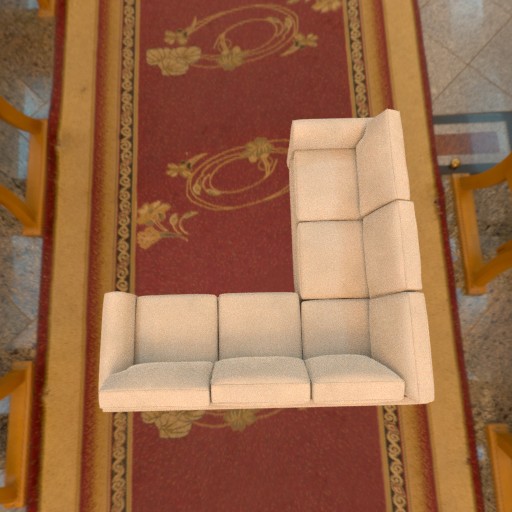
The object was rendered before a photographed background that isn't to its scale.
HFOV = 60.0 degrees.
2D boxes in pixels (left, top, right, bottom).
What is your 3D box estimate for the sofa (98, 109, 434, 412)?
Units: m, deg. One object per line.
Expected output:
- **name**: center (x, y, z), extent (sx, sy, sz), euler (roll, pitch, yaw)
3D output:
- **sofa**: center (0.000, 0.000, 3.876), extent (2.569, 1.054, 2.487), euler (-2, 77, 0)
